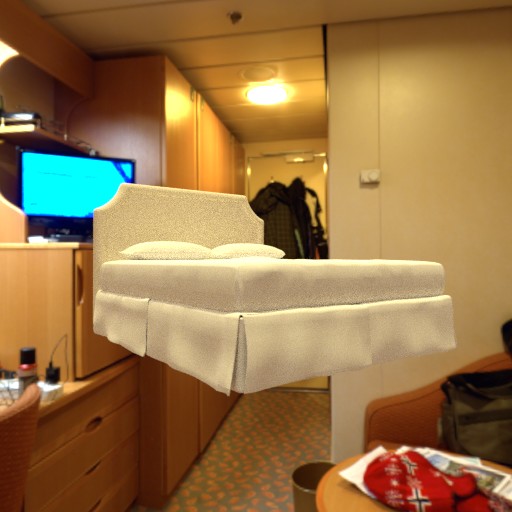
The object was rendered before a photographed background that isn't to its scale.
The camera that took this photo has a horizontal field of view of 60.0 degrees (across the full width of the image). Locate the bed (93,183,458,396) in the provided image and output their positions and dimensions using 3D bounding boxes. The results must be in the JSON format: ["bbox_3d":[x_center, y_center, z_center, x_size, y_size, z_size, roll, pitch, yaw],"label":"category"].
[{"bbox_3d":[0.000,0.000,4.182,2.350,1.590,2.773,0,-1,-37],"label":"bed"}]
